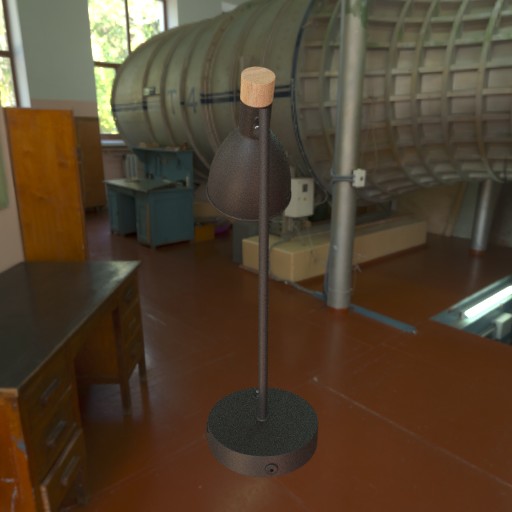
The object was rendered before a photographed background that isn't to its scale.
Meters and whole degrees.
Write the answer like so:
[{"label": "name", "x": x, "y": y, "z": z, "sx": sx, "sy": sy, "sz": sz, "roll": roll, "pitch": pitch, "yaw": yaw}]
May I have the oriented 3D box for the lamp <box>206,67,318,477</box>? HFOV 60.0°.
[{"label": "lamp", "x": 0.000, "y": 0.000, "z": 0.610, "sx": 0.152, "sy": 0.483, "sz": 0.287, "roll": -2, "pitch": 16, "yaw": -7}]
